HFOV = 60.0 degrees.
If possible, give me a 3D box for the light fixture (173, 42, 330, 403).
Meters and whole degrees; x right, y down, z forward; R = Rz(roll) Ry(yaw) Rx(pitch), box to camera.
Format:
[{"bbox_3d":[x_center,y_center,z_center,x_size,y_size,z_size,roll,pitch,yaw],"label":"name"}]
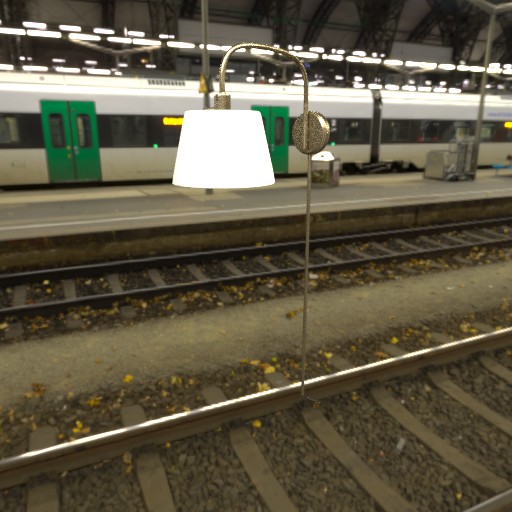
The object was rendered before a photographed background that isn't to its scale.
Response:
[{"bbox_3d":[0.000,0.000,0.453,0.092,0.399,0.176,14,21,42],"label":"light fixture"}]
